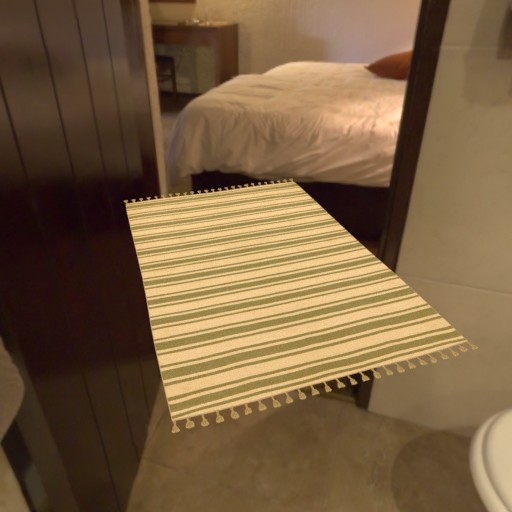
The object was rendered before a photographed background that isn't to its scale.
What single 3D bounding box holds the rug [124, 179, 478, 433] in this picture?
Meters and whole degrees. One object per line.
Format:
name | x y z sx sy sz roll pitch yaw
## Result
rug | 0.000 0.000 2.986 1.540 0.018 2.435 -10 33 -16
